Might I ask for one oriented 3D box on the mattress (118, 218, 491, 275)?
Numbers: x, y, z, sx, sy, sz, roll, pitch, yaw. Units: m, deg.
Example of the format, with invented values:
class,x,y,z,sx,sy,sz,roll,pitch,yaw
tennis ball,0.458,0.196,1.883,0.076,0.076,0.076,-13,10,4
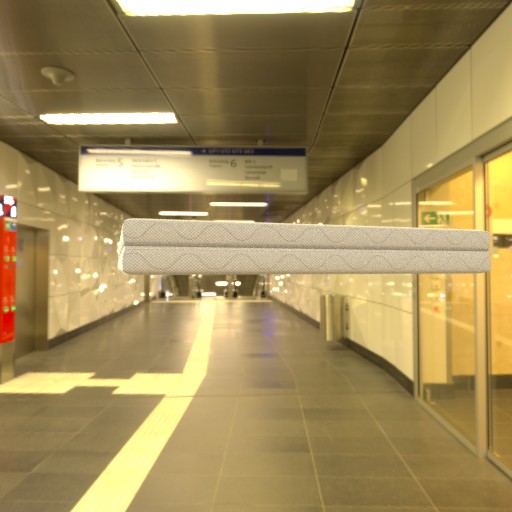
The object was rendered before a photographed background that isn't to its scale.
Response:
class,x,y,z,sx,sy,sz,roll,pitch,yaw
mattress,0.000,0.000,2.709,1.600,0.200,2.000,1,-2,-18
